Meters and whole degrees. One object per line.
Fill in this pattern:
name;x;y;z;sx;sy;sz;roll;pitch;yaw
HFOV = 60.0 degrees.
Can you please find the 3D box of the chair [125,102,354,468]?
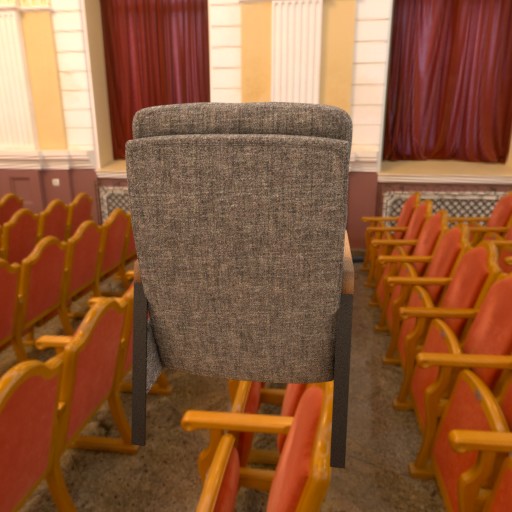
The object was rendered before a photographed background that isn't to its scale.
chair;0.000;0.000;1.635;0.671;1.042;0.868;2;16;9
